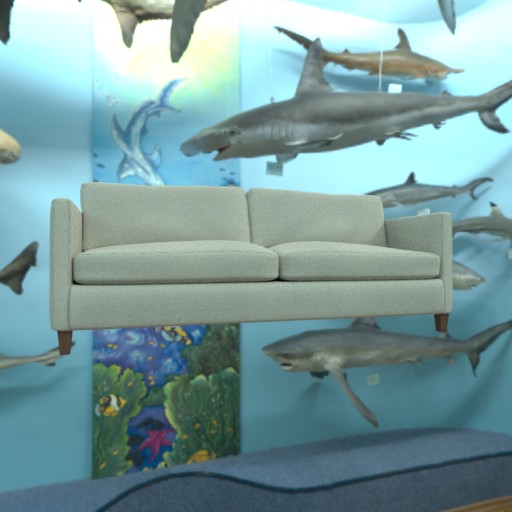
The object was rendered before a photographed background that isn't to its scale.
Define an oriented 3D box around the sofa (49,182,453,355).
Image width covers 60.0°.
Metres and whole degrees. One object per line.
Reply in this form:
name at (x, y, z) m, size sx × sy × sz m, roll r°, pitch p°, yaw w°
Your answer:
sofa at (0.000, 0.000, 2.891) m, size 2.361 × 0.968 × 0.951 m, roll 0°, pitch 0°, yaw -17°
